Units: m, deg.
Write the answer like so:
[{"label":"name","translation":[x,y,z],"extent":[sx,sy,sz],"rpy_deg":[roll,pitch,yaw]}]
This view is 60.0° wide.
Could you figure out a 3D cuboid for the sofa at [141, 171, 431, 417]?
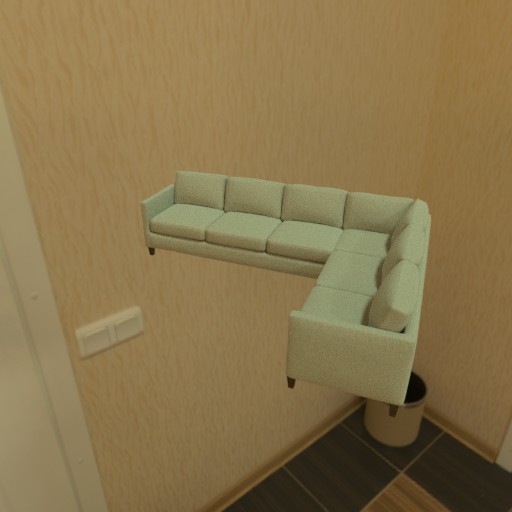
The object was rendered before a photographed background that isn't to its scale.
[{"label":"sofa","translation":[0.000,0.000,4.664],"extent":[3.333,0.934,2.522],"rpy_deg":[10,30,19]}]
